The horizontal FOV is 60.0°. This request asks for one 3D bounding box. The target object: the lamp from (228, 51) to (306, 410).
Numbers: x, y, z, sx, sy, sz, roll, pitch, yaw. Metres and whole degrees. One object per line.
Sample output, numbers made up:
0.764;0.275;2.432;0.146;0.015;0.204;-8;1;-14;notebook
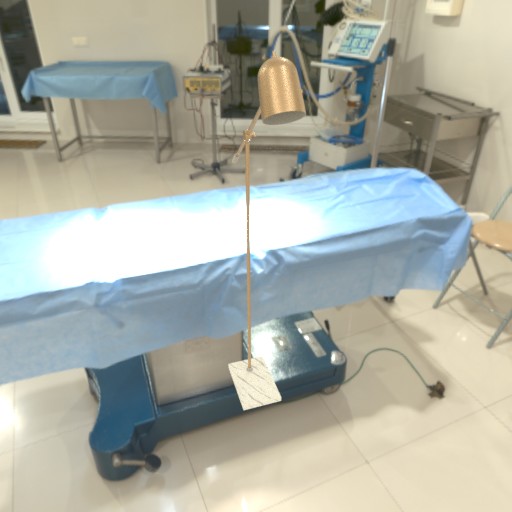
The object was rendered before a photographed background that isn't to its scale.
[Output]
0.000;0.000;1.835;0.194;1.594;0.653;-9;33;-15;lamp
